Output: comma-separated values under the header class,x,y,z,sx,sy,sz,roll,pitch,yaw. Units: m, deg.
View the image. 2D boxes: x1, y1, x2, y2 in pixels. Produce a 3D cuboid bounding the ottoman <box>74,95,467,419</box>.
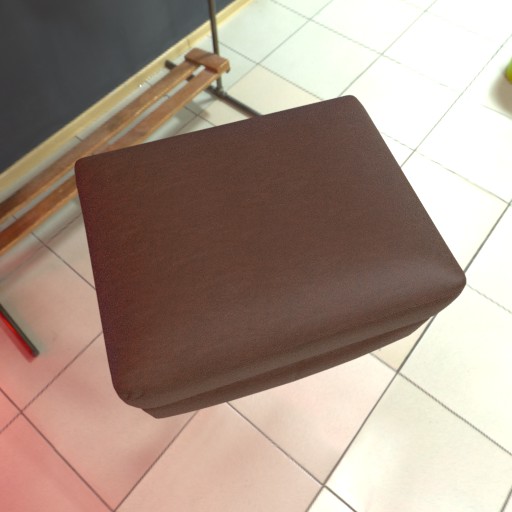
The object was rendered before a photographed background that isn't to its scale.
class,x,y,z,sx,sy,sz,roll,pitch,yaw
ottoman,0.000,0.000,1.172,0.787,0.508,0.635,-16,64,-8
